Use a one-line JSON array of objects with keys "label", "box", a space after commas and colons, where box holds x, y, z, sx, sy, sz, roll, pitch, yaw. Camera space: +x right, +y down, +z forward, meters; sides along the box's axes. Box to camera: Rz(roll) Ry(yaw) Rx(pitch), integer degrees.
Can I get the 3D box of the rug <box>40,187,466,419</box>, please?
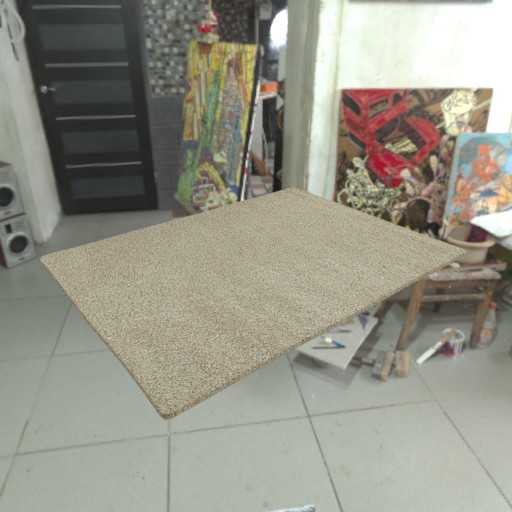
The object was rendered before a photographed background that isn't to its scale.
[{"label": "rug", "box": [0.000, 0.000, 2.063, 1.600, 0.025, 1.199, -20, 34, -34]}]
